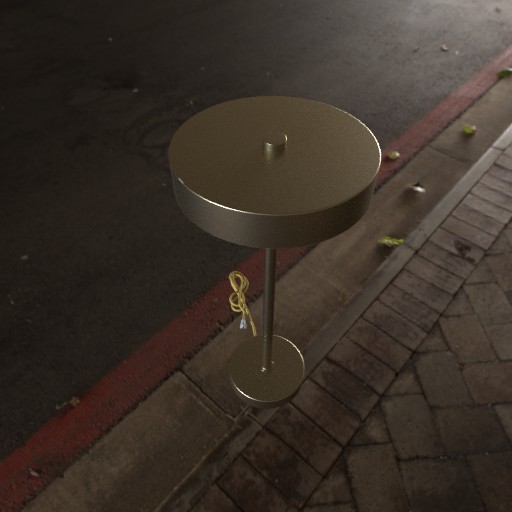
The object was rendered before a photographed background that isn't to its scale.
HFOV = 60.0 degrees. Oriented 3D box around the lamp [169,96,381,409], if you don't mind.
[{"bbox_3d":[0.000,0.000,0.707,0.229,0.508,0.369,-12,48,-11],"label":"lamp"}]
